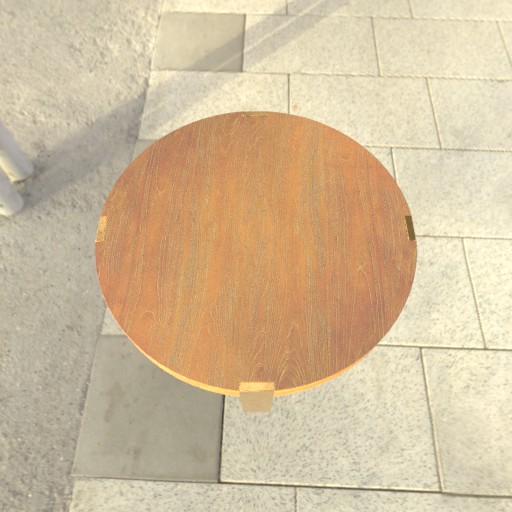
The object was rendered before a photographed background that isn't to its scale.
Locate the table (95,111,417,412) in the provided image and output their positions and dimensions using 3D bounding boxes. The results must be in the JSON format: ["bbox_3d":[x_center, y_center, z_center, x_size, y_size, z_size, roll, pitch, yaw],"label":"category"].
[{"bbox_3d":[0.000,0.000,1.726,1.100,0.420,1.100,0,63,0],"label":"table"}]
